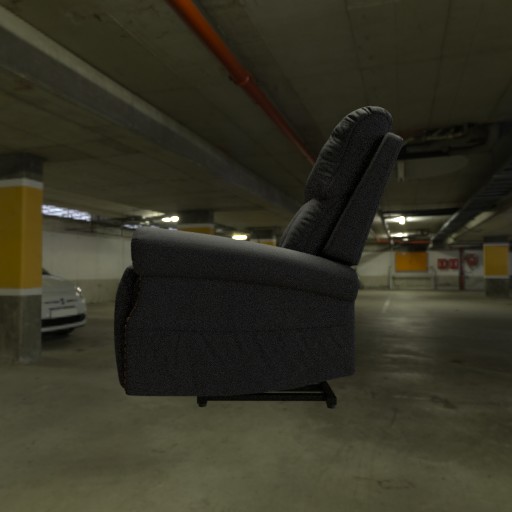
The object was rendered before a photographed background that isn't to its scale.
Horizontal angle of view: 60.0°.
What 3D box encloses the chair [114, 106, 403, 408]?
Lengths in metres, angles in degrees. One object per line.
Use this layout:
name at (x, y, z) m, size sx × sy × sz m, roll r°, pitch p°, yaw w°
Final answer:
chair at (0.000, 0.000, 1.777) m, size 0.979 × 1.031 × 0.871 m, roll 0°, pitch -2°, yaw 0°
